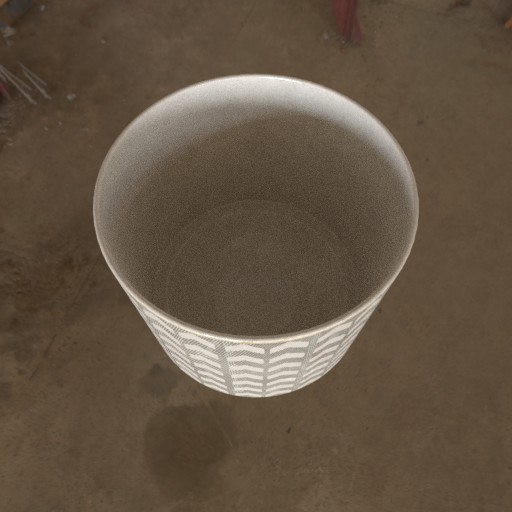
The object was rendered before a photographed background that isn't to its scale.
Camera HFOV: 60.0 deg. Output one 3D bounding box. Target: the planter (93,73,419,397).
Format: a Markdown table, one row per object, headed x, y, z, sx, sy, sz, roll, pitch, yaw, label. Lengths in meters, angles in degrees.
| x | y | z | sx | sy | sz | roll | pitch | yaw | label |
| --- | --- | --- | --- | --- | --- | --- | --- | --- | --- |
| 0.000 | 0.000 | 0.341 | 0.190 | 0.181 | 0.190 | 0 | 63 | 0 | planter |
